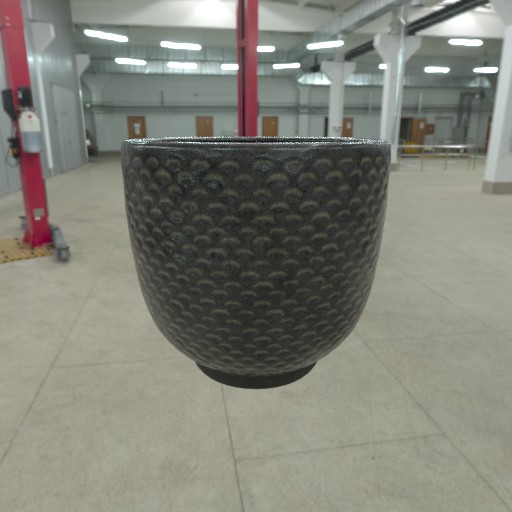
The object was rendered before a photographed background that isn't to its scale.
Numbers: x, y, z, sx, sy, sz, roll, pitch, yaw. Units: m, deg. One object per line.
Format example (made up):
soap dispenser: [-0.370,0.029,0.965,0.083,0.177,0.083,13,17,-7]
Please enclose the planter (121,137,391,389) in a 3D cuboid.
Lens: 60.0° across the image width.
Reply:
planter: [0.000,0.000,0.313,0.172,0.160,0.172,0,16,0]
